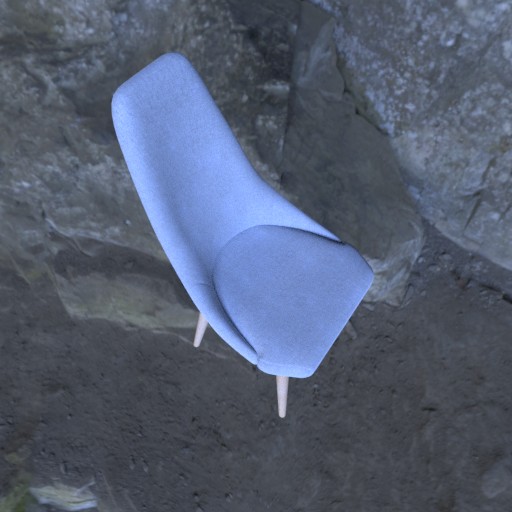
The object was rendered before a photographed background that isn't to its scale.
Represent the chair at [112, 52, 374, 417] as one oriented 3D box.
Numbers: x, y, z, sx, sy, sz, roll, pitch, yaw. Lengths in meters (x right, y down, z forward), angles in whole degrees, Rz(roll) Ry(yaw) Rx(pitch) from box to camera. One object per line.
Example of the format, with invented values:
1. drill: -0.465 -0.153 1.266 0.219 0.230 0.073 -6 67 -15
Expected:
1. chair: 0.000 0.000 1.369 0.660 1.040 0.510 31 63 18
